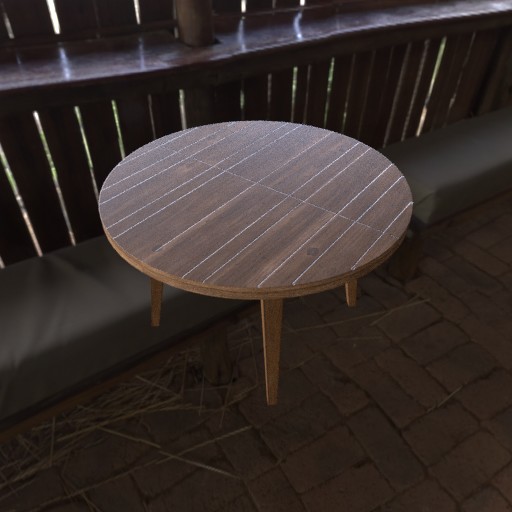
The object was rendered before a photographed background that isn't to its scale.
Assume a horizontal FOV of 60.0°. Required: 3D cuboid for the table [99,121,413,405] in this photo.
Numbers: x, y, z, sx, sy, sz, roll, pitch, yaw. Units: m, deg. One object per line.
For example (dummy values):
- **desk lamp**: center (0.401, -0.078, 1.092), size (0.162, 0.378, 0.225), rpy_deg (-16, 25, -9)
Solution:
- **table**: center (0.000, 0.000, 2.017), size (1.213, 0.764, 1.213), rpy_deg (0, 40, 0)
